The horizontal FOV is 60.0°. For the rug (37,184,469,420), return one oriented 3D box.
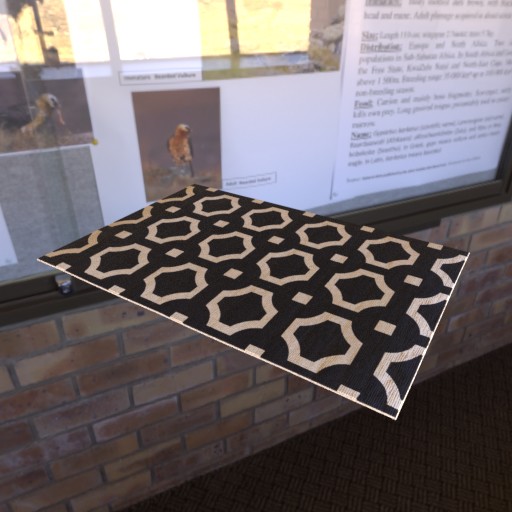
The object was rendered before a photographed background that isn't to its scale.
[{"bbox_3d":[0.000,0.000,2.829,2.286,0.016,1.555,18,35,28],"label":"rug"}]
